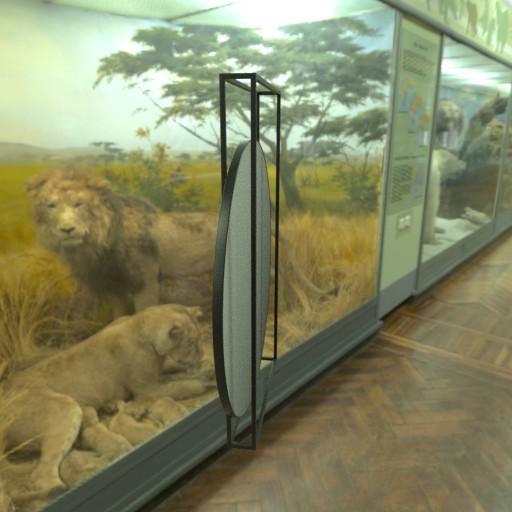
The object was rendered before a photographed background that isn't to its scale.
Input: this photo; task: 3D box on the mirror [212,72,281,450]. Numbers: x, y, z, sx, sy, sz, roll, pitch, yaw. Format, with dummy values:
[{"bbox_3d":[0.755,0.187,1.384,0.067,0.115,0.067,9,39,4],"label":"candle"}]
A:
[{"bbox_3d":[0.000,0.000,0.830,0.051,0.603,0.508,3,16,9],"label":"mirror"}]
